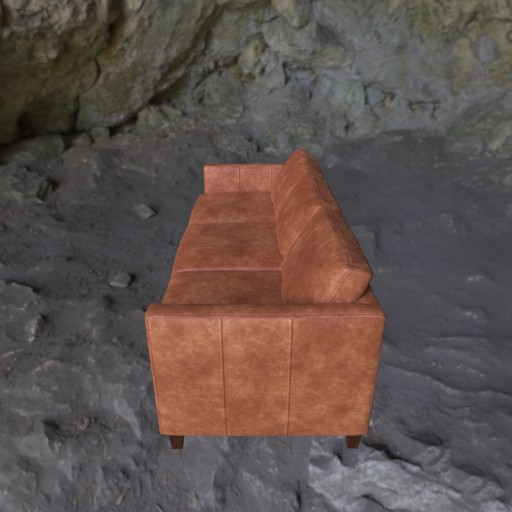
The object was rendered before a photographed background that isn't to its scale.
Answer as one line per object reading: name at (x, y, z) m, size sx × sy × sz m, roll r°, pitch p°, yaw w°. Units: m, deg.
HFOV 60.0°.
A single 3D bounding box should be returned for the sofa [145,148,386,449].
sofa at (0.000, 0.000, 2.993) m, size 1.045 × 1.006 × 2.464 m, roll 0°, pitch 26°, yaw 0°
